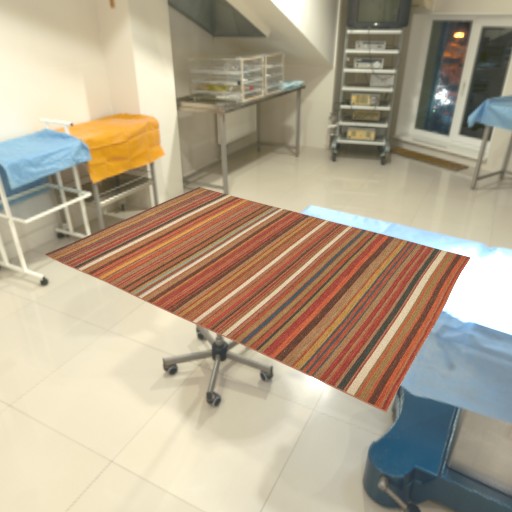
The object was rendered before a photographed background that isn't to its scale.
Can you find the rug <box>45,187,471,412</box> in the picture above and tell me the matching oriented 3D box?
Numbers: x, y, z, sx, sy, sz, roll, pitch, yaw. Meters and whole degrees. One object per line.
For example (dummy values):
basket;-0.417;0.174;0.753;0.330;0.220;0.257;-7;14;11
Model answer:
rug;0.000;0.000;2.276;1.828;0.007;1.217;18;34;30
